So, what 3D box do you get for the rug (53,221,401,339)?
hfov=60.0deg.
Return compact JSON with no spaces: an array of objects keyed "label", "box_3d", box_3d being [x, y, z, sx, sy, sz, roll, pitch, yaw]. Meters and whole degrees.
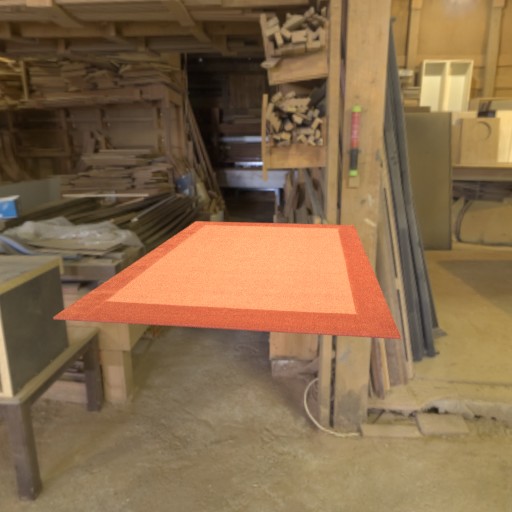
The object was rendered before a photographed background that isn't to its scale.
[{"label":"rug","box_3d":[0.000,0.000,3.067,1.524,0.014,2.438,2,15,7]}]
